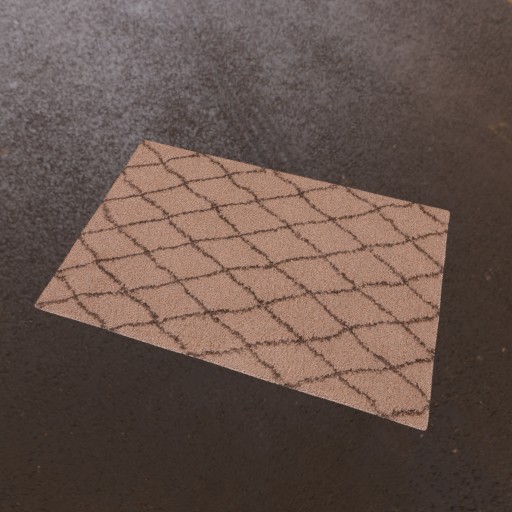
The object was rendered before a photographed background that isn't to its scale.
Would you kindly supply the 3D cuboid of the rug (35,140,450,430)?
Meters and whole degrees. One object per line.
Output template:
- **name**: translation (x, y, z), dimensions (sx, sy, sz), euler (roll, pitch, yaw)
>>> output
- **rug**: translation (0.000, 0.000, 3.374), dimensions (2.743, 0.030, 1.778), euler (15, 59, 9)
